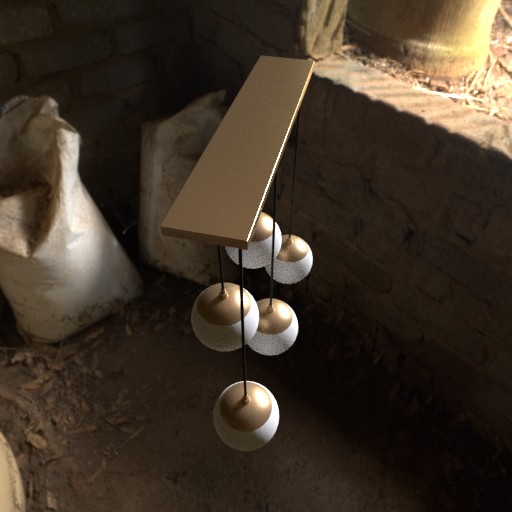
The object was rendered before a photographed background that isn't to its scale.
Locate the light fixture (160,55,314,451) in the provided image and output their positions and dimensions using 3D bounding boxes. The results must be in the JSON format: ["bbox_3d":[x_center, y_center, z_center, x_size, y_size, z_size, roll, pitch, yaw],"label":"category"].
[{"bbox_3d":[0.000,0.000,1.322,0.299,0.869,0.863,10,46,10],"label":"light fixture"}]
